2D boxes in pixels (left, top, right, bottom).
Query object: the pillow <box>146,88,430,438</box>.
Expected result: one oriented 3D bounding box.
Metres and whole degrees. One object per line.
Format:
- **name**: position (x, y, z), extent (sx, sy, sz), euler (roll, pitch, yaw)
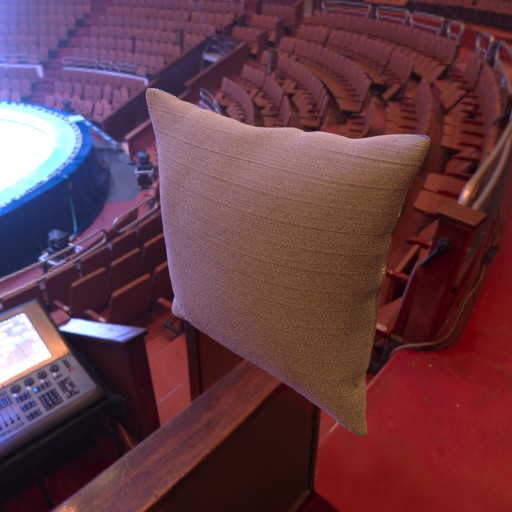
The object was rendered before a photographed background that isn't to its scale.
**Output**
- **pillow**: position (0.000, 0.000, 0.706), extent (0.470, 0.464, 0.175), euler (24, 38, 34)
